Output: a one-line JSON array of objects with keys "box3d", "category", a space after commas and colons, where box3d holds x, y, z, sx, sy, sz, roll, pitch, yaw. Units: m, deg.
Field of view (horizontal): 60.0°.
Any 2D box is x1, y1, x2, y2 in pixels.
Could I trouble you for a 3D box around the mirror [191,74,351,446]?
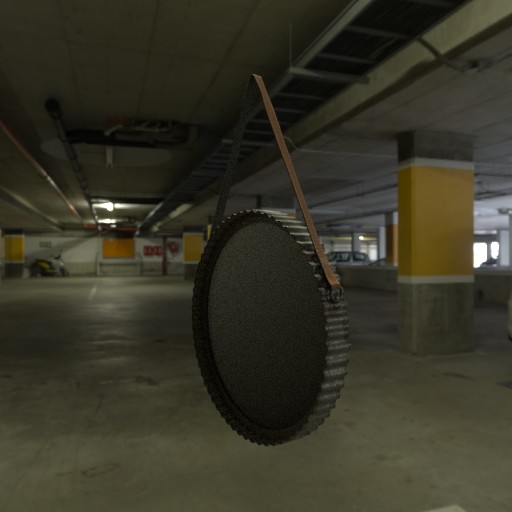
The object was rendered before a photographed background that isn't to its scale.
[{"box3d": [0.000, 0.000, 0.696, 0.042, 0.568, 0.355, 0, 0, -36], "category": "mirror"}]
